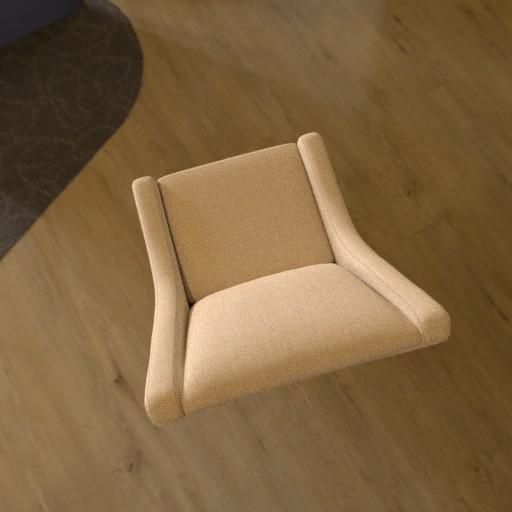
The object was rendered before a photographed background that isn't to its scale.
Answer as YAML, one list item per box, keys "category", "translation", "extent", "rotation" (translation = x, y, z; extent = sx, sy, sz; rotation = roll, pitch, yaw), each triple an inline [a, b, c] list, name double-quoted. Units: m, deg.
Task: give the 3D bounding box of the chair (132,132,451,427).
- category: "chair"
  translation: [0.000, 0.000, 1.603]
  extent: [0.774, 1.014, 0.870]
  rotation: [-16, 78, -4]
